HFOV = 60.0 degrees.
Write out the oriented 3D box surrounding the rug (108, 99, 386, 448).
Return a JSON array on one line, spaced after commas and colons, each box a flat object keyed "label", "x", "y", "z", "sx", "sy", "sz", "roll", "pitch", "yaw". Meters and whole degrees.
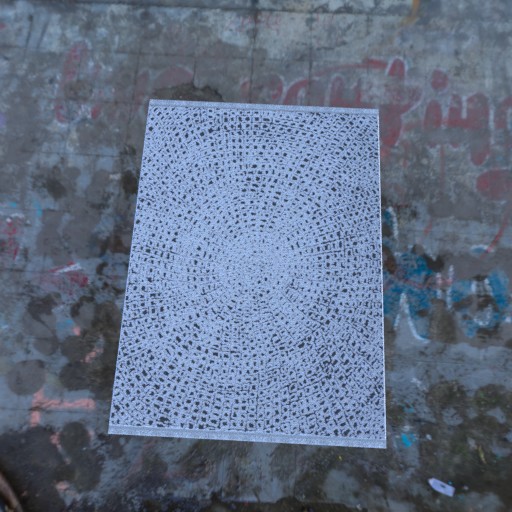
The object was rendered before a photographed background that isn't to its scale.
[{"label": "rug", "x": 0.000, "y": 0.000, "z": 2.098, "sx": 1.190, "sy": 0.003, "sz": 1.634, "roll": 3, "pitch": 75, "yaw": 1}]
